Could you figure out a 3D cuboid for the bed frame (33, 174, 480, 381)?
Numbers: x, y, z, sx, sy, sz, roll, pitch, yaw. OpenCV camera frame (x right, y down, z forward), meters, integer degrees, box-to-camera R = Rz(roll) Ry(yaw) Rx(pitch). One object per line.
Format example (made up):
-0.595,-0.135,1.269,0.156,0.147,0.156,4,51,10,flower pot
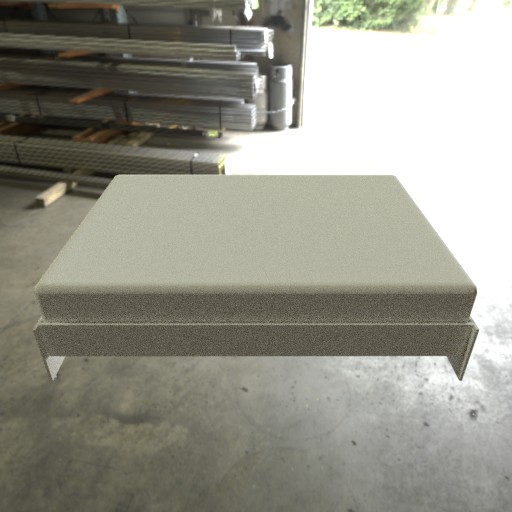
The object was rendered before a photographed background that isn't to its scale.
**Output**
0.000,0.000,2.579,1.945,0.497,1.445,0,32,0,bed frame
